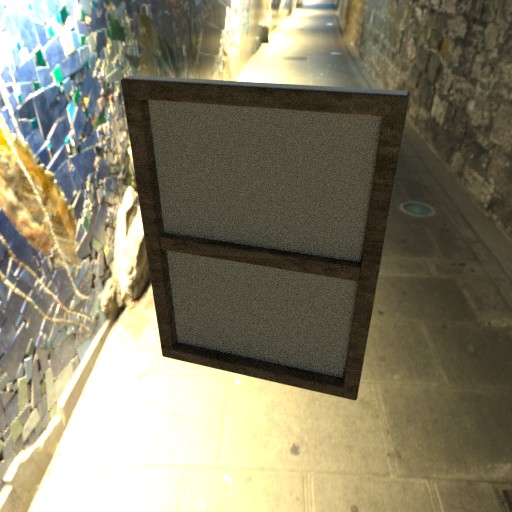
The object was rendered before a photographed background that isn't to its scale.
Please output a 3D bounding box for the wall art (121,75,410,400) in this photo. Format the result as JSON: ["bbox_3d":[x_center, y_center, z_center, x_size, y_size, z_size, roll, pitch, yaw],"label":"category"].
[{"bbox_3d":[0.000,0.000,0.823,0.443,0.605,0.035,9,33,14],"label":"wall art"}]
